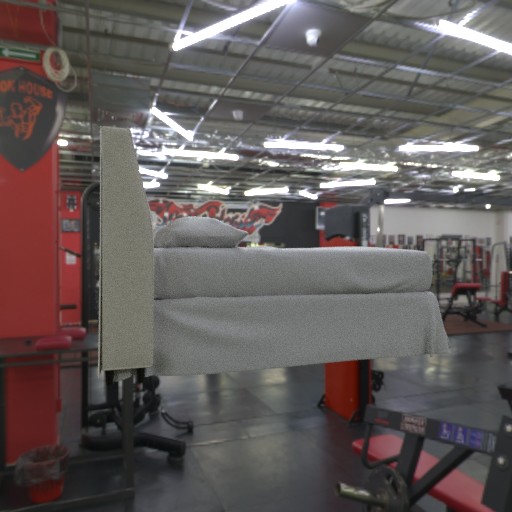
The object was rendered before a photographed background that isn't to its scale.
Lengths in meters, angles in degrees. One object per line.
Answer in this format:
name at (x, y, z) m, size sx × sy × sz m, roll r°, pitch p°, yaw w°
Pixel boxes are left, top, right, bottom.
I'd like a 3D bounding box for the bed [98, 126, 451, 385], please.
bed at (0.000, 0.000, 3.450) m, size 2.276 × 1.332 × 1.925 m, roll 0°, pitch 0°, yaw -18°
